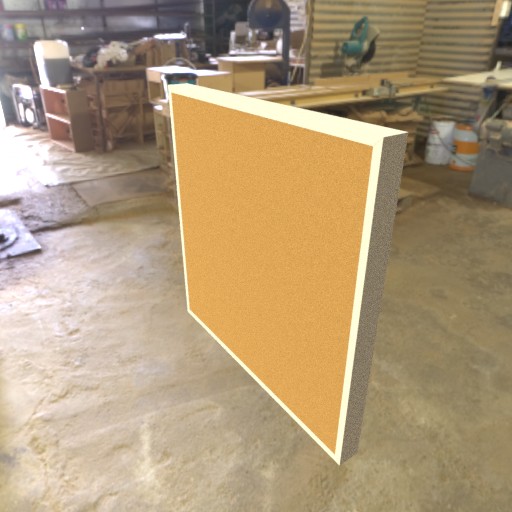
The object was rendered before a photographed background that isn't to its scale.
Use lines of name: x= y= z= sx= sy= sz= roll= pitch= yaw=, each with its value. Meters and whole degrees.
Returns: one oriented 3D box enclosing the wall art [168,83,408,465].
wall art: x=0.000 y=0.000 z=0.767 sx=0.040 sy=0.509 sz=0.509 roll=-18 pitch=33 yaw=-31
